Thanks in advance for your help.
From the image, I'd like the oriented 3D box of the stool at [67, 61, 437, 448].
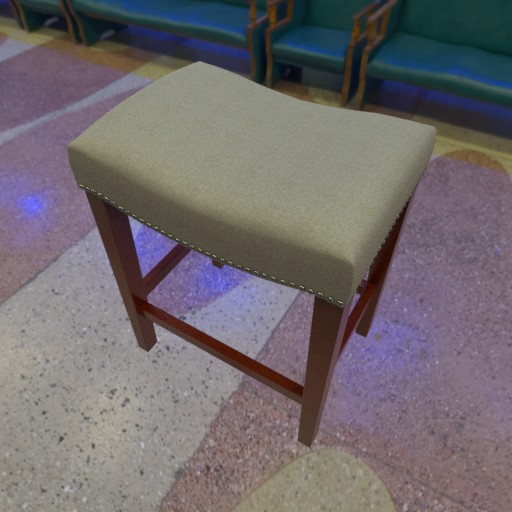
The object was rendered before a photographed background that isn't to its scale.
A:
[{"bbox_3d":[0.000,0.000,0.935,0.509,0.632,0.375,24,52,21],"label":"stool"}]
